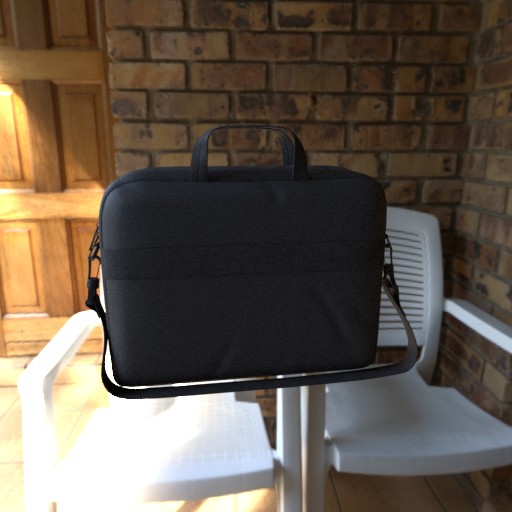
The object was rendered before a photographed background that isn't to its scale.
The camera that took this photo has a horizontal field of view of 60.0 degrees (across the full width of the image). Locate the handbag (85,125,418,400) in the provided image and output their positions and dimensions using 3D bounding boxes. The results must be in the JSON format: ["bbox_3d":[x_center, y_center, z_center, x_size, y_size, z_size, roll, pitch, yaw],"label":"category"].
[{"bbox_3d":[0.000,0.000,0.435,0.320,0.244,0.089,-2,14,-9],"label":"handbag"}]
